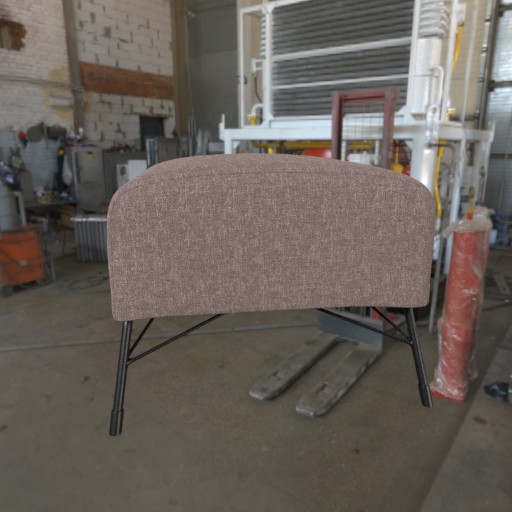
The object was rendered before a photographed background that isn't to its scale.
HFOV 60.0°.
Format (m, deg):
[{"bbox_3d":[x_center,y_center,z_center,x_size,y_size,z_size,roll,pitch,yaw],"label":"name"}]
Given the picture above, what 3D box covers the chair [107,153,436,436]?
[{"bbox_3d":[0.000,0.000,0.910,0.530,0.410,0.530,-2,14,-8],"label":"chair"}]
